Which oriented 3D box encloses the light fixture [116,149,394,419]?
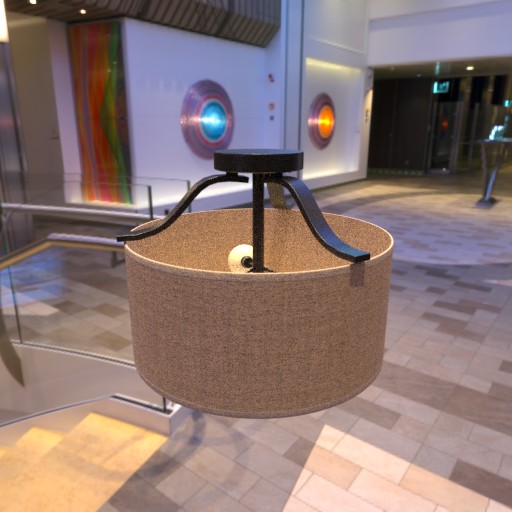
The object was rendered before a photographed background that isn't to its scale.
[{"bbox_3d":[0.000,0.000,0.662,0.390,0.306,0.390,0,16,0],"label":"light fixture"}]
